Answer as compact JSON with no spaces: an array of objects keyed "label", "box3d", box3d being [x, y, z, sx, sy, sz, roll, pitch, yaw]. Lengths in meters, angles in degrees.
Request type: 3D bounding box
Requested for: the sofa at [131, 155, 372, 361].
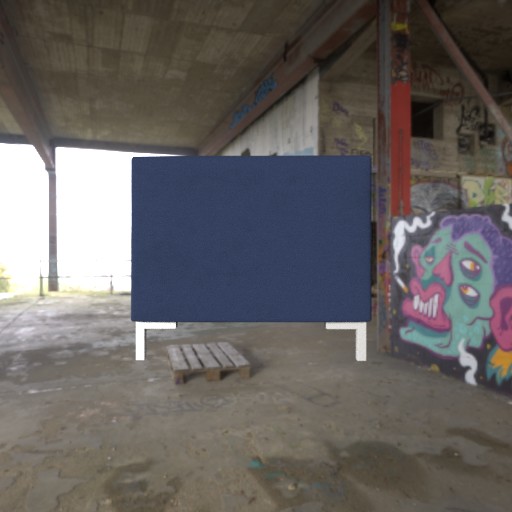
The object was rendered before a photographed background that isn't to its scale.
[{"label":"sofa","box3d":[0.000,0.000,2.437,0.797,0.657,2.102,0,0,1]}]
